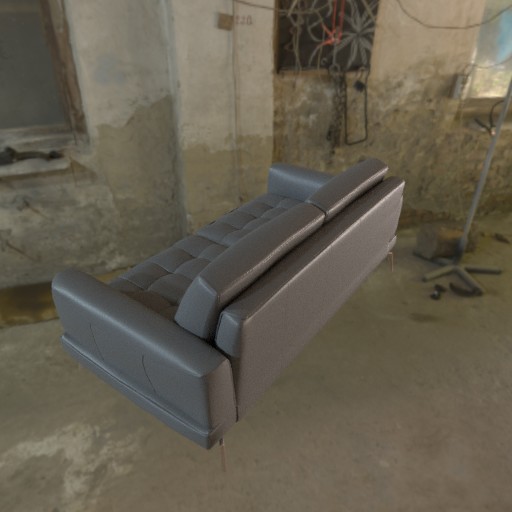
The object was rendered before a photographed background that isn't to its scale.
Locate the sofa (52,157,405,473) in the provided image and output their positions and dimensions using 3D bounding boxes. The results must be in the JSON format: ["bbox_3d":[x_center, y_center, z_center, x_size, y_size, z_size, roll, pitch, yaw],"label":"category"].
[{"bbox_3d":[0.000,0.000,2.729,1.121,0.930,2.177,21,37,30],"label":"sofa"}]
